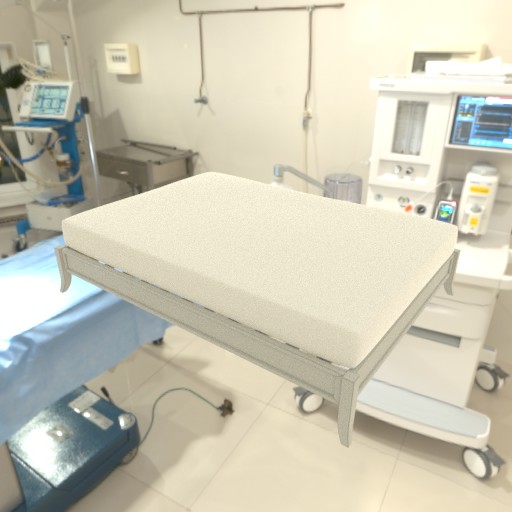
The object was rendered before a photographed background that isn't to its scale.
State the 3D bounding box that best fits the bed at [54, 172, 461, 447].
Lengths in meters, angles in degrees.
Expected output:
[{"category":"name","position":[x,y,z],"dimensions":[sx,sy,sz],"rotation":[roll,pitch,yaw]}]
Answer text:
[{"category":"bed","position":[0.000,0.000,2.658],"dimensions":[1.985,0.510,1.460],"rotation":[18,31,33]}]
